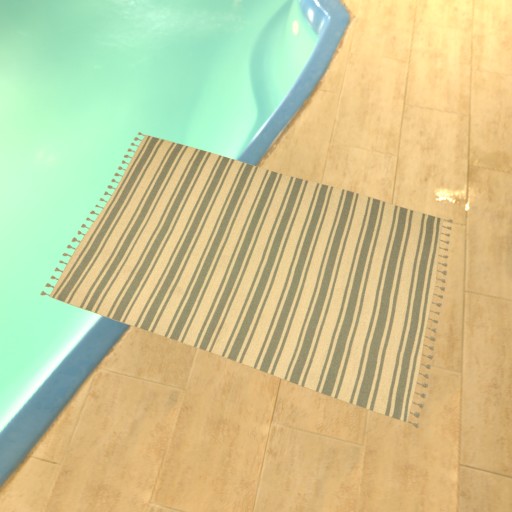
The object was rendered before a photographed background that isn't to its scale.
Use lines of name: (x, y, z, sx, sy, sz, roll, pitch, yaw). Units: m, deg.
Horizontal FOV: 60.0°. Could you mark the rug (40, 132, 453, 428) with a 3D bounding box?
rug: (0.000, 0.000, 2.513, 2.084, 0.009, 1.222, 17, 65, 9)
